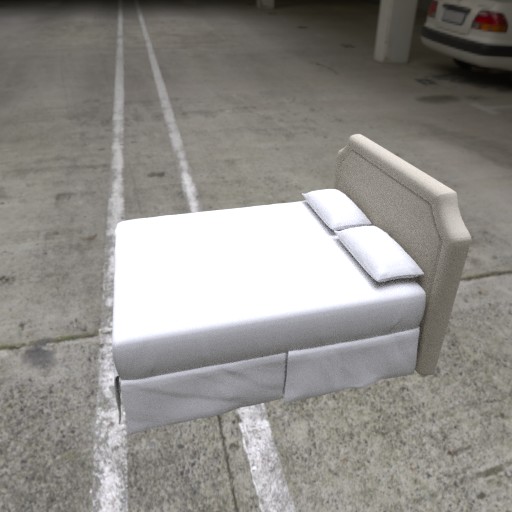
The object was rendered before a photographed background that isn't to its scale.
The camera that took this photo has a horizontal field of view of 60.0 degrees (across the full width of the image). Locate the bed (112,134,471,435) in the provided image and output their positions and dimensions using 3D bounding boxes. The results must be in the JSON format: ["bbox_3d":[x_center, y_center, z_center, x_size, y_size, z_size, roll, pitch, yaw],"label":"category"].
[{"bbox_3d":[0.000,0.000,3.195,2.116,1.290,1.693,-7,32,-12],"label":"bed"}]
